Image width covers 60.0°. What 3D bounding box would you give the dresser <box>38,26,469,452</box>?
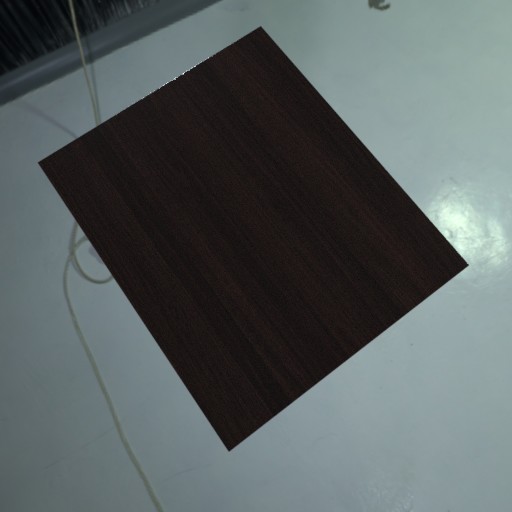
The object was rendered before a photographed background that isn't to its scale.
[{"bbox_3d":[0.000,0.000,0.747,0.360,0.470,0.400,-35,78,-8],"label":"dresser"}]
